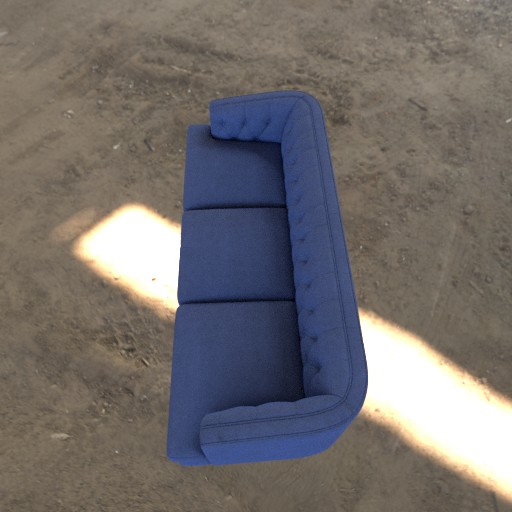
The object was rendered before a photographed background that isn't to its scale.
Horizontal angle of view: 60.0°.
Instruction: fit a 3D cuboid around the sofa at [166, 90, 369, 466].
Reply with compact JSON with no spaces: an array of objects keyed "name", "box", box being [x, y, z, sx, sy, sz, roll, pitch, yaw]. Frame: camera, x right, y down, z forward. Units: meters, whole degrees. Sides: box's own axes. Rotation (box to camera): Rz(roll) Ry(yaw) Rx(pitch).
[{"name":"sofa","box":[0.000,0.000,2.669,0.914,0.787,2.235,-2,57,-1]}]
